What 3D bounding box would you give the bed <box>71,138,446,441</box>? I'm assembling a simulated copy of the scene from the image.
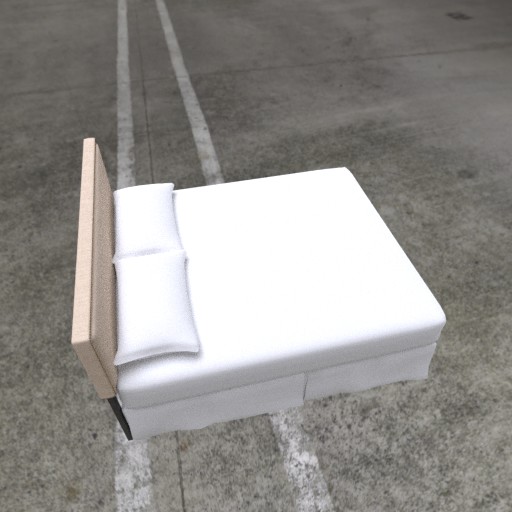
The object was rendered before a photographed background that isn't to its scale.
[{"bbox_3d":[0.000,0.000,2.795,1.876,1.016,1.616,-10,46,-9],"label":"bed"}]
